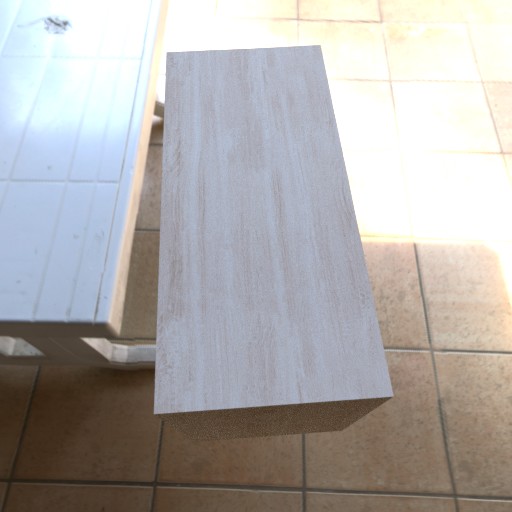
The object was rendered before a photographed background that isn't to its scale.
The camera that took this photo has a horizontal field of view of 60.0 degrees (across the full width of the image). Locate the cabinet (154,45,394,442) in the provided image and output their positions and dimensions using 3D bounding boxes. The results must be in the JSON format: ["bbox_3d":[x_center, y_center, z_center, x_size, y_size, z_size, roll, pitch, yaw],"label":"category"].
[{"bbox_3d":[0.000,0.000,1.522,0.500,0.780,1.110,-4,62,-2],"label":"cabinet"}]
